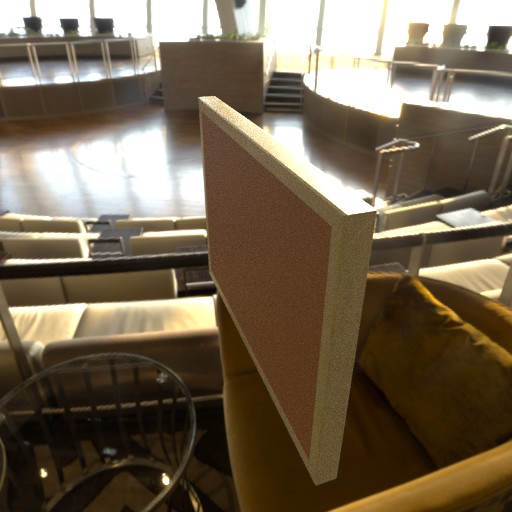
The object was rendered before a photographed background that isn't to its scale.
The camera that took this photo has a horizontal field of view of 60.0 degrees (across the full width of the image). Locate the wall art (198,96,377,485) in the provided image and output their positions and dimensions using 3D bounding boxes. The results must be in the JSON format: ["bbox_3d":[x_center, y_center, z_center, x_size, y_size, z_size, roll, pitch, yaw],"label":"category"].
[{"bbox_3d":[0.000,0.000,0.690,0.032,0.381,0.533,-10,32,-17],"label":"wall art"}]
